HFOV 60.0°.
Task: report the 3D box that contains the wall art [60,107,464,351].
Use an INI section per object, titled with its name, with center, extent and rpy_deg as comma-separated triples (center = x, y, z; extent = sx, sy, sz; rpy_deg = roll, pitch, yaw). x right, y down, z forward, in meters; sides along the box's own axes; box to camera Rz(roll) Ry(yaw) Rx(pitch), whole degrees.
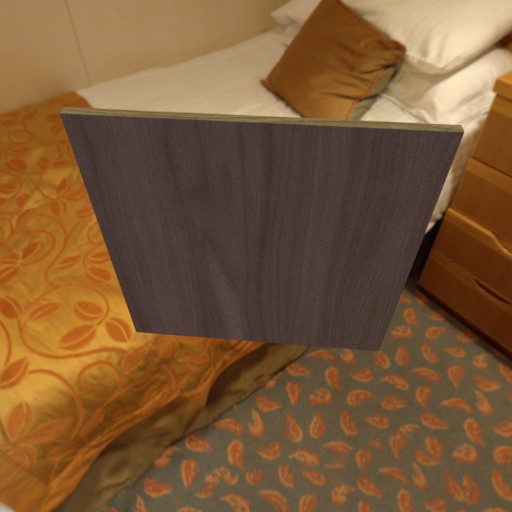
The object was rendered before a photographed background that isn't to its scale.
[wall art]
center = 0.000, 0.000, 0.743
extent = 0.508, 0.507, 0.016
rpy_deg = 4, 47, 4
